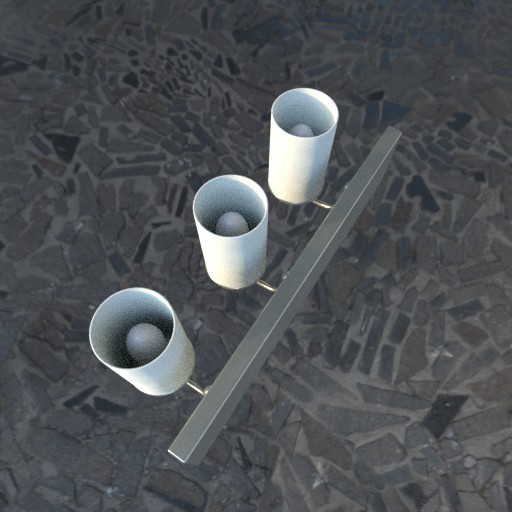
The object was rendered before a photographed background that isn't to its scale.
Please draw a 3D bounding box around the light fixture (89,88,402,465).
[{"bbox_3d":[0.000,0.000,0.535,0.145,0.172,0.451,30,68,14],"label":"light fixture"}]
